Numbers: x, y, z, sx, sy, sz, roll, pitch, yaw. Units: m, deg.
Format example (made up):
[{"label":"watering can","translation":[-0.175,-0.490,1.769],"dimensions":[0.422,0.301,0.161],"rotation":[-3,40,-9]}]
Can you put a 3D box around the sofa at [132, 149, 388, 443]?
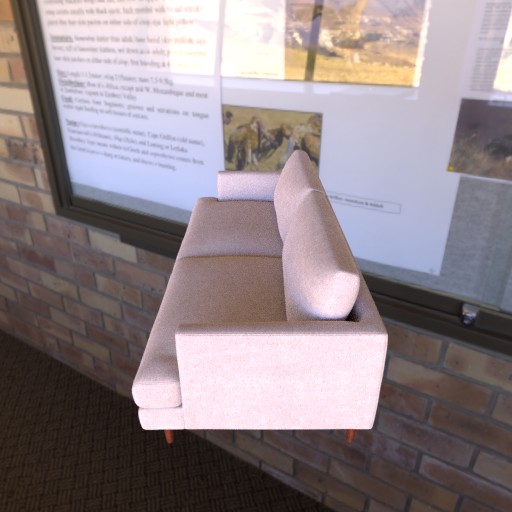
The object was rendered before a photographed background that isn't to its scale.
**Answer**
[{"label":"sofa","translation":[0.000,0.000,2.776],"dimensions":[1.020,0.868,2.250],"rotation":[0,27,0]}]
